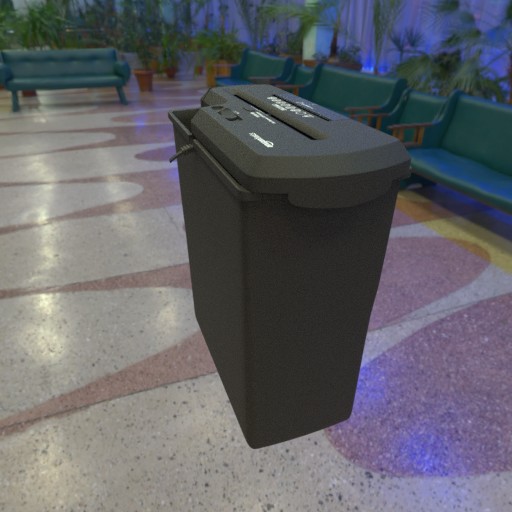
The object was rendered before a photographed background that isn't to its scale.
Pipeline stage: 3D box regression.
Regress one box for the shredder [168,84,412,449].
[{"bbox_3d":[0.000,0.000,0.509,0.170,0.335,0.320,-11,32,-18],"label":"shredder"}]
